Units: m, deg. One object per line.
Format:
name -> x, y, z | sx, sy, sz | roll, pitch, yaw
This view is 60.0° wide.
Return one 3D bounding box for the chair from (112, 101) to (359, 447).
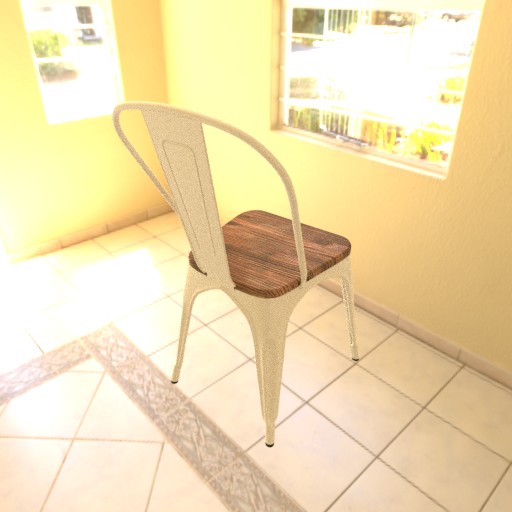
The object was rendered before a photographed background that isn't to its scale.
chair -> 0.000, 0.000, 1.159 | 0.452, 0.851, 0.521 | 21, 37, 32
